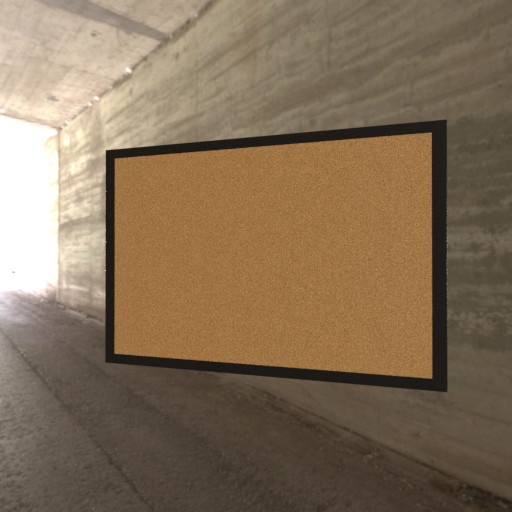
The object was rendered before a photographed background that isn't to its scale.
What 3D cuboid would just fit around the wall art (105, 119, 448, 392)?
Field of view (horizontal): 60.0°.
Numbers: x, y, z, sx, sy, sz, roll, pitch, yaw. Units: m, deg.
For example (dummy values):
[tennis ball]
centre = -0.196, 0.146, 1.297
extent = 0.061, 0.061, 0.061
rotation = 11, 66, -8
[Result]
[wall art]
centre = 0.000, 0.000, 1.030
extent = 0.819, 0.552, 0.015
rotation = 0, 0, 18
